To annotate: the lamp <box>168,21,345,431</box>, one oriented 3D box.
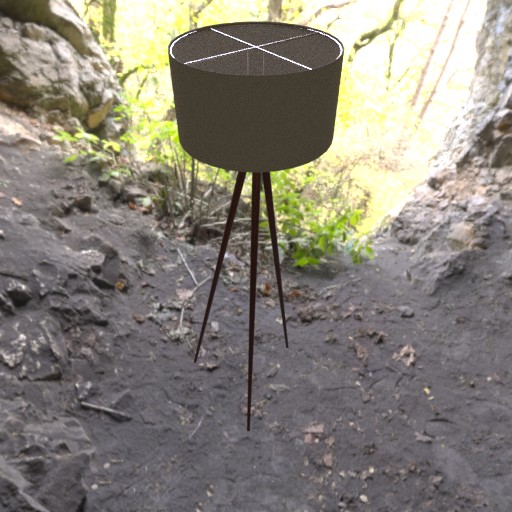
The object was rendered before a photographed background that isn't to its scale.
[{"bbox_3d":[0.000,0.000,1.734,0.483,1.553,0.483,-27,48,-27],"label":"lamp"}]
